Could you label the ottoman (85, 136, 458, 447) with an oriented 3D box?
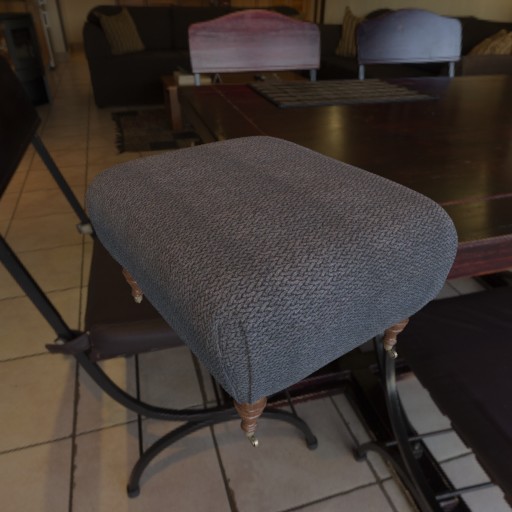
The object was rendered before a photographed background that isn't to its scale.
[{"bbox_3d":[0.000,0.000,1.121,0.622,0.450,0.747,-21,37,-30],"label":"ottoman"}]
